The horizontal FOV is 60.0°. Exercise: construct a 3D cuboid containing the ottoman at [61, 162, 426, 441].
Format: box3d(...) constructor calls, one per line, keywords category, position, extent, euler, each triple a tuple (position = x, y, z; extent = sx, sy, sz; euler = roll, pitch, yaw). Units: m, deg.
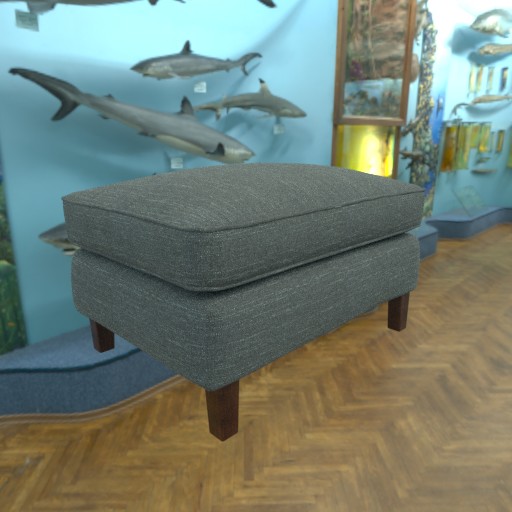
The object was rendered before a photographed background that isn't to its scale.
box3d(category="ottoman", position=(0.000, 0.000, 0.999), extent=(0.686, 0.406, 0.508), euler=(-15, 21, -43))
